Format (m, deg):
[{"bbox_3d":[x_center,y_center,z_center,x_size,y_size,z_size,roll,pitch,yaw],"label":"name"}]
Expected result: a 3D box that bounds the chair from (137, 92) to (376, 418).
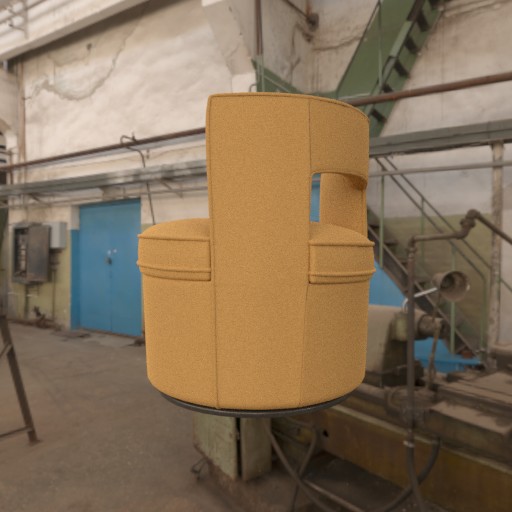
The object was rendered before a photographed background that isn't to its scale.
[{"bbox_3d":[0.000,0.000,1.264,0.665,0.723,0.650,1,1,35],"label":"chair"}]
